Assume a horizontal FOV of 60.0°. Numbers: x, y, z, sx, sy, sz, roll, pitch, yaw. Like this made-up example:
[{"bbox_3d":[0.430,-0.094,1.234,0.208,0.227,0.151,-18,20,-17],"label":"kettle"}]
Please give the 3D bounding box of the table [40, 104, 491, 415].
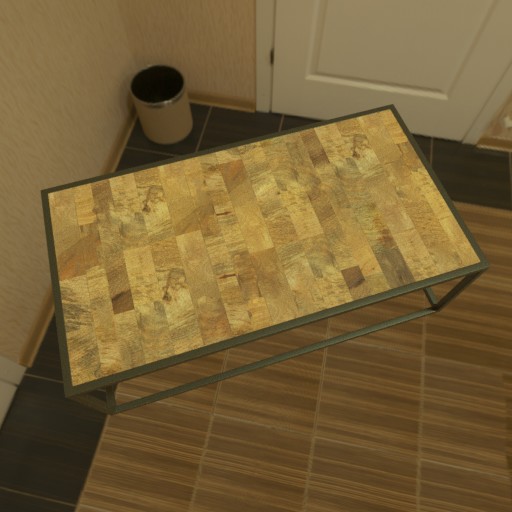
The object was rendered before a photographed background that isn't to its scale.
[{"bbox_3d":[0.000,0.000,1.495,1.199,0.398,0.649,-16,65,-8],"label":"table"}]
